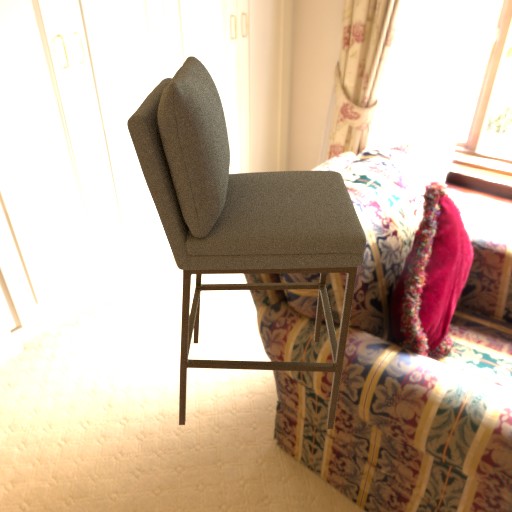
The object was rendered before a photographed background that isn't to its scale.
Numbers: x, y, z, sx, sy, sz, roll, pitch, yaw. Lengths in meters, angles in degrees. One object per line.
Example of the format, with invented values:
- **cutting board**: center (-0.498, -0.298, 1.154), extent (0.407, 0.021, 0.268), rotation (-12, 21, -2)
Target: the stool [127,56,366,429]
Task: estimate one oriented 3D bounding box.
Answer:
- **stool**: center (0.000, 0.000, 1.408), extent (0.569, 1.132, 0.463), rotation (0, 33, 0)
